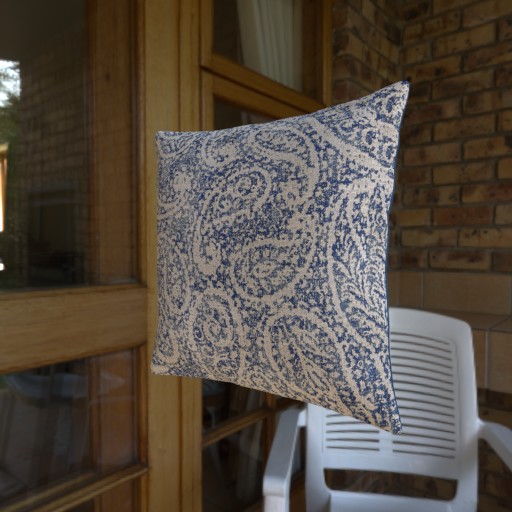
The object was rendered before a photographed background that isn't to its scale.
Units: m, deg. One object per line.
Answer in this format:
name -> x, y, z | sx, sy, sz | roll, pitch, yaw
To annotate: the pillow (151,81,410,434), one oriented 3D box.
pillow -> 0.000, 0.000, 0.784 | 0.523, 0.510, 0.166 | 1, 2, 34
